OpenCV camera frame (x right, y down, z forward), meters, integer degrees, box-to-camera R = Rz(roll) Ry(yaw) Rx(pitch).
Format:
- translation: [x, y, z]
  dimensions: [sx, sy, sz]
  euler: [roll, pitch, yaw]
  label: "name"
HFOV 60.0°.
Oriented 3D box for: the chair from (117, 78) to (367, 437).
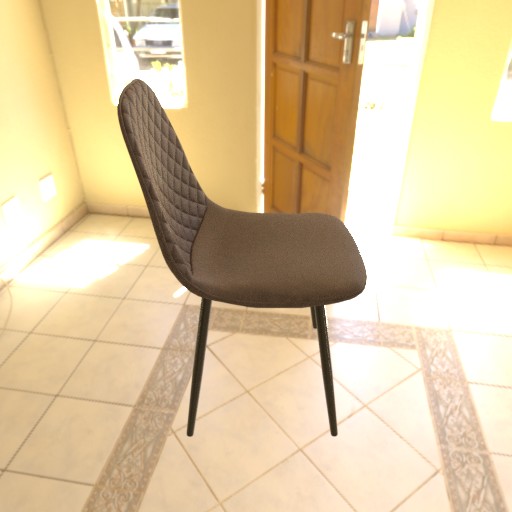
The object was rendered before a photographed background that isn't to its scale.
- translation: [0.000, 0.000, 1.195]
  dimensions: [0.561, 0.889, 0.472]
  euler: [0, 32, 0]
  label: "chair"
